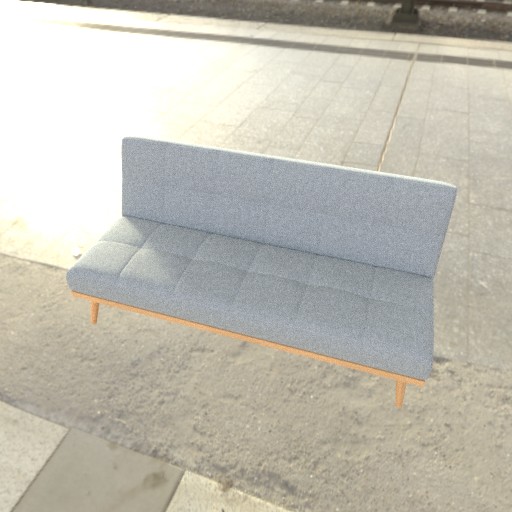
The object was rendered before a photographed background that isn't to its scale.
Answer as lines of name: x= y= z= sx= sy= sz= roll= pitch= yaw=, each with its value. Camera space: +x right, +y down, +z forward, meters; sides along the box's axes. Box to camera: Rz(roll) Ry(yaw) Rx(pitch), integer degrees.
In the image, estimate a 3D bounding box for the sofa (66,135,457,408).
sofa: x=0.000 y=0.000 z=2.304 sx=1.820 sy=0.800 sz=0.800 roll=12 pitch=42 yaw=14
